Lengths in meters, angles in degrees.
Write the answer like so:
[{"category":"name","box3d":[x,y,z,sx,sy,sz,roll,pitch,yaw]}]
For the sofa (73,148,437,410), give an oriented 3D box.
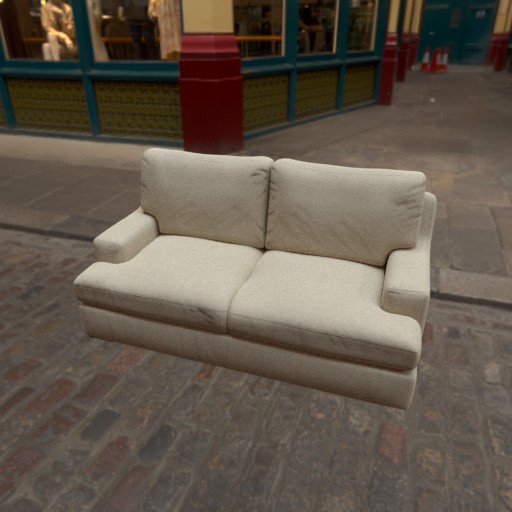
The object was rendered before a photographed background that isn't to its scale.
[{"category":"sofa","box3d":[0.000,0.000,2.534,1.885,0.967,0.962,9,29,17]}]
